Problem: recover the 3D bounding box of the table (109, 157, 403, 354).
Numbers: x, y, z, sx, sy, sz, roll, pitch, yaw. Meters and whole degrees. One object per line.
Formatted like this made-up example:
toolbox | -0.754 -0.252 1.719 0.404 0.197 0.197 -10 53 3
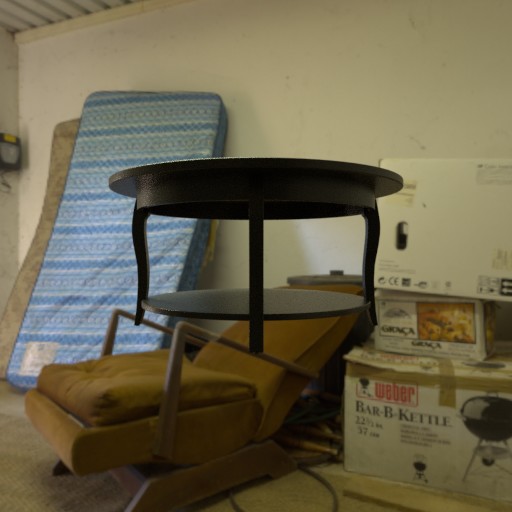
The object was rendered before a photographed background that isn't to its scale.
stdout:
table | 0.000 0.000 1.452 0.914 0.457 0.914 0 1 0
